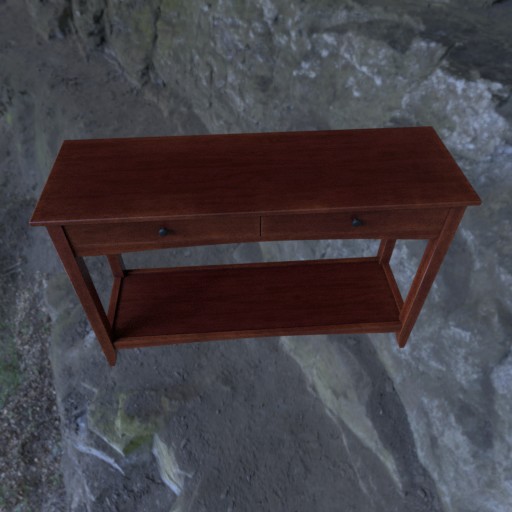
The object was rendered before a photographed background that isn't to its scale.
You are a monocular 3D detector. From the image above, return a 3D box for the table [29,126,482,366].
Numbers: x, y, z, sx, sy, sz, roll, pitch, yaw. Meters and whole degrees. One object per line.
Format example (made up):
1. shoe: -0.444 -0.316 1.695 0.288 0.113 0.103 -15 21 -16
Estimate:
1. table: 0.000 0.000 1.556 1.188 0.739 0.392 -3 46 -3
